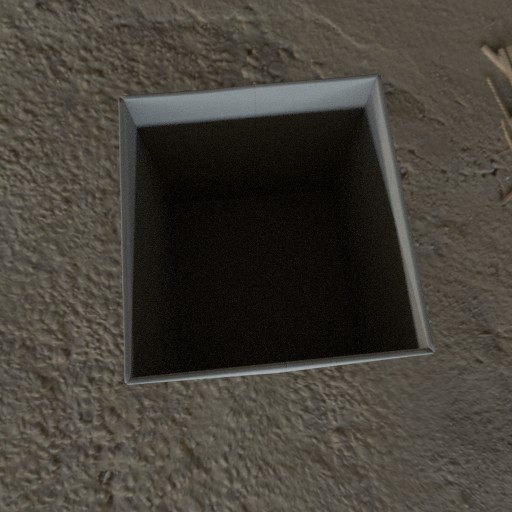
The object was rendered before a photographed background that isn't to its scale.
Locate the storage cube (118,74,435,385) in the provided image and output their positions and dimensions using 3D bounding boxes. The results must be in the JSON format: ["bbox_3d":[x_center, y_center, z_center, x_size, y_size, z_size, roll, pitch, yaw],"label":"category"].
[{"bbox_3d":[0.000,0.000,0.523,0.270,0.280,0.270,-5,75,-1],"label":"storage cube"}]
